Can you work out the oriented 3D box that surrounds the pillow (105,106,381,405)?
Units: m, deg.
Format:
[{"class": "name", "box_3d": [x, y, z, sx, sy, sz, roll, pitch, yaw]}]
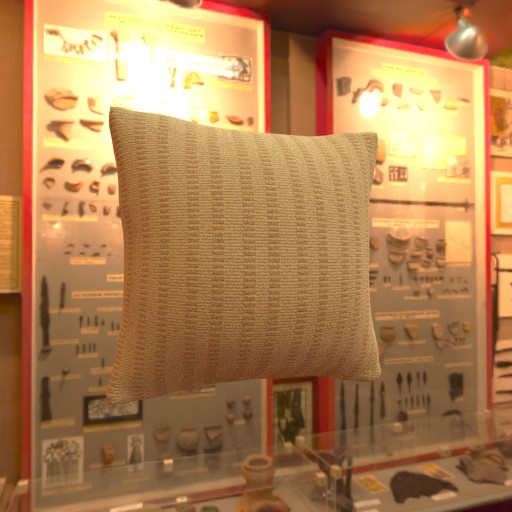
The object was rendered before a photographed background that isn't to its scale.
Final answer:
[{"class": "pillow", "box_3d": [0.000, 0.000, 0.683, 0.438, 0.419, 0.247, 0, -1, -18]}]
